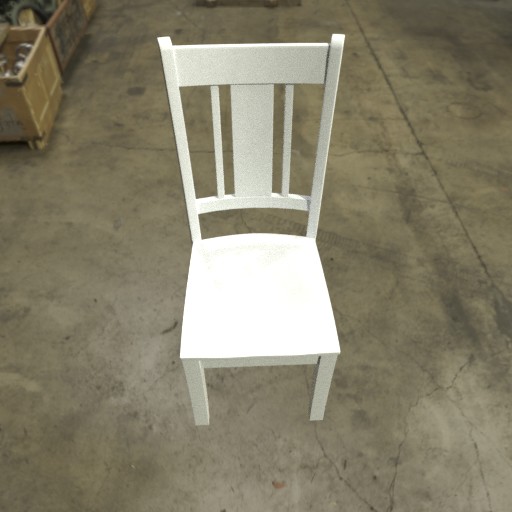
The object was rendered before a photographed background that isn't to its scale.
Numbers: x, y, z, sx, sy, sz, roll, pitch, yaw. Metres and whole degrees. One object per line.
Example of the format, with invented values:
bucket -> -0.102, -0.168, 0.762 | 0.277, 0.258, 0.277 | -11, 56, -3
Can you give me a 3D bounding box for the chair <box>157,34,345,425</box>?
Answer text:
chair -> 0.000, 0.000, 1.249 | 0.450, 0.998, 0.555 | -2, 47, -2
